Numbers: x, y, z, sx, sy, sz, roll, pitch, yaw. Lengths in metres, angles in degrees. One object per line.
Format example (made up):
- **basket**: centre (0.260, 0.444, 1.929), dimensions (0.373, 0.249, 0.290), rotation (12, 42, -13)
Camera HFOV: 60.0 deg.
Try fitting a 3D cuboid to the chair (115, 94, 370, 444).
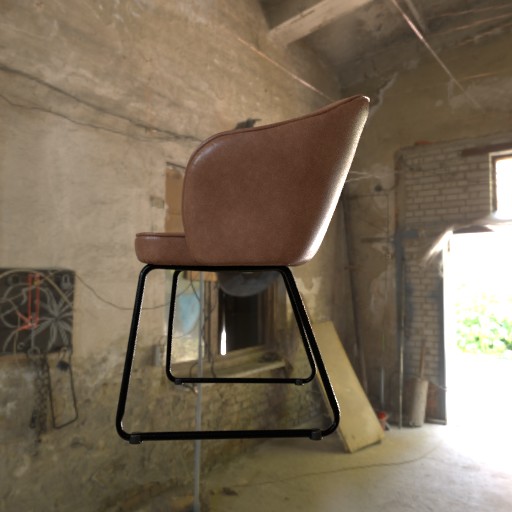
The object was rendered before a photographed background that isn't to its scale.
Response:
- **chair**: centre (0.000, 0.000, 1.166), dimensions (0.580, 0.785, 0.582), rotation (0, -2, 0)
